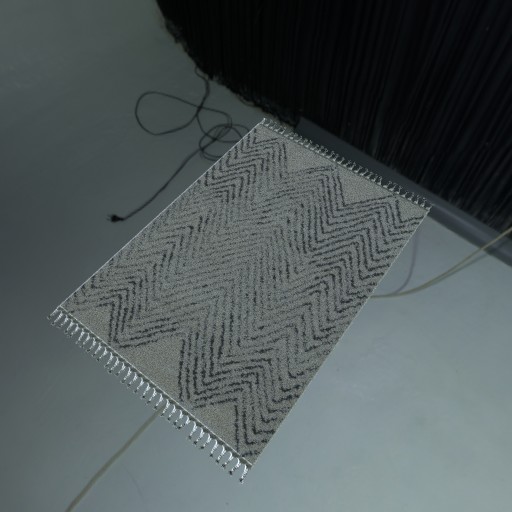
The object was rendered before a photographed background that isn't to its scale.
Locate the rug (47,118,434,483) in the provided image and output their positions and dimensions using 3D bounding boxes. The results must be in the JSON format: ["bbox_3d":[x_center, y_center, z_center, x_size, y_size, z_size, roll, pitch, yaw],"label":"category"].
[{"bbox_3d":[0.000,0.000,2.382,1.230,0.014,1.847,33,63,19],"label":"rug"}]
